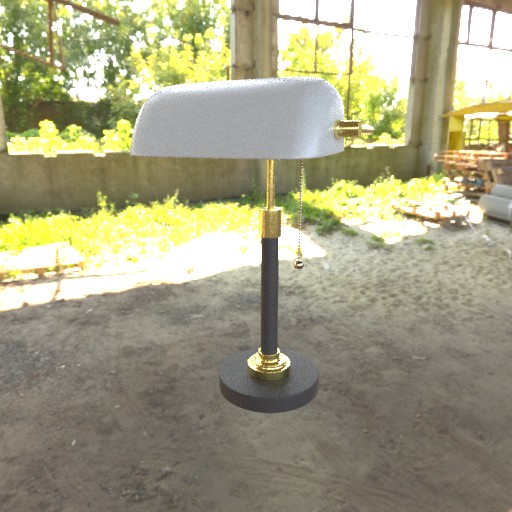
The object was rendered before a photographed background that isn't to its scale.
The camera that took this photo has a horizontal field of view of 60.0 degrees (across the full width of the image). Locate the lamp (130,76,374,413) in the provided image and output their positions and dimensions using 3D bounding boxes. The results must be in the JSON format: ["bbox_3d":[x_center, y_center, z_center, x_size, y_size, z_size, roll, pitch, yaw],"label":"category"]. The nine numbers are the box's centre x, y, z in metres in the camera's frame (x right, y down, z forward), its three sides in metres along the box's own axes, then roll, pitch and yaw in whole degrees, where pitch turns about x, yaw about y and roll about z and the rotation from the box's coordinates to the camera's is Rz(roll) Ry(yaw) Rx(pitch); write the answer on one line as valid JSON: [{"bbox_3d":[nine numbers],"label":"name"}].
[{"bbox_3d":[0.000,0.000,0.557,0.269,0.404,0.227,7,16,26],"label":"lamp"}]
